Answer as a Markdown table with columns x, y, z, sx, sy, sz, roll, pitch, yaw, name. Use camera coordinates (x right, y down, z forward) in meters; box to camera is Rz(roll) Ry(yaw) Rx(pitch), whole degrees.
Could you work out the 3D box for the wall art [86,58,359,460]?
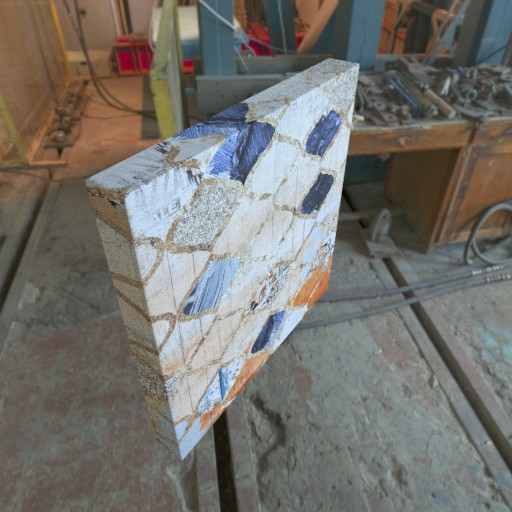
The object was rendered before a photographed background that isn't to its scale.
| x | y | z | sx | sy | sz | roll | pitch | yaw | name |
| --- | --- | --- | --- | --- | --- | --- | --- | --- | --- |
| 0.000 | 0.000 | 0.443 | 0.036 | 0.304 | 0.303 | 24 | 45 | 27 | wall art |
